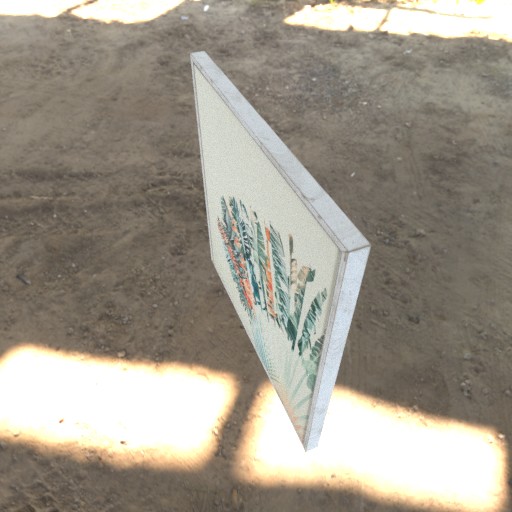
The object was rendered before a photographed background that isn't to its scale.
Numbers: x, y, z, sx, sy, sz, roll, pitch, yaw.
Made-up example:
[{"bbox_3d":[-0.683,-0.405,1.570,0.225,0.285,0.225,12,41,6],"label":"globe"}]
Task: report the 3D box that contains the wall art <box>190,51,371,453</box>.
[{"bbox_3d":[0.000,0.000,1.147,0.038,0.757,0.760,-17,48,-16],"label":"wall art"}]
